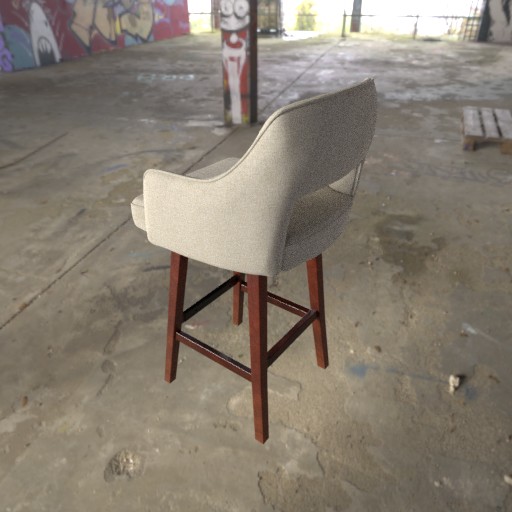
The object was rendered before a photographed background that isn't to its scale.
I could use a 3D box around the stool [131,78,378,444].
[{"bbox_3d":[0.000,0.000,1.350,0.560,1.041,0.550,21,37,31],"label":"stool"}]
